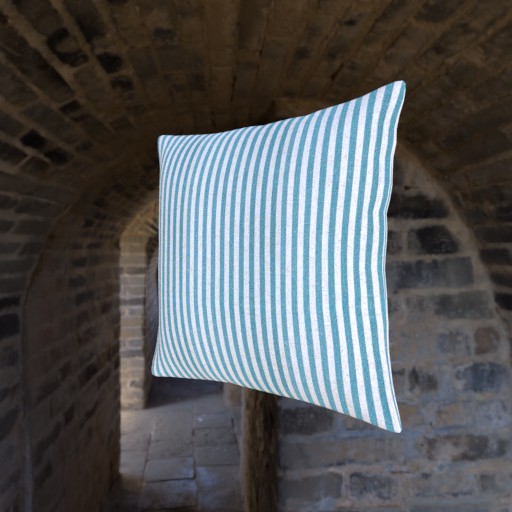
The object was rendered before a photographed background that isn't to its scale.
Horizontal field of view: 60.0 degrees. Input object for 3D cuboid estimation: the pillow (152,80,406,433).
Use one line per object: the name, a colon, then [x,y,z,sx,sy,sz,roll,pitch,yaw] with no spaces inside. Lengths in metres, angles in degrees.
pillow: [0.000,0.000,0.790,0.523,0.510,0.166,0,0,35]
